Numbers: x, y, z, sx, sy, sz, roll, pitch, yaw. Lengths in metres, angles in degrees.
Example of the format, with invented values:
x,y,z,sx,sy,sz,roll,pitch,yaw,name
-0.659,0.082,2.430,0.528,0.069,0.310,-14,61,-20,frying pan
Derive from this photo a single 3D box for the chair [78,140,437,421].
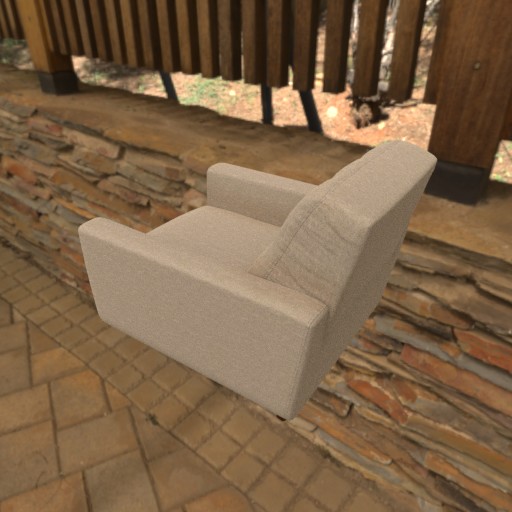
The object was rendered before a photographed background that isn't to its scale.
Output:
x,y,z,sx,sy,sz,roll,pitch,yaw,name
0.000,0.000,1.832,1.128,0.965,0.897,19,36,29,chair
